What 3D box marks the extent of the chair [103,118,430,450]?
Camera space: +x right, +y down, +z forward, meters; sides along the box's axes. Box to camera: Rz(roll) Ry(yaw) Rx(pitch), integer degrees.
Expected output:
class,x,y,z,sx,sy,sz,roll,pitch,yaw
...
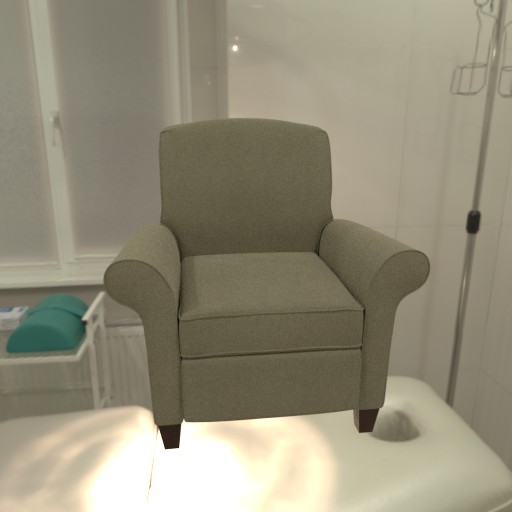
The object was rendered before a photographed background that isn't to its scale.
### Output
class,x,y,z,sx,sy,sz,roll,pitch,yaw
chair,0.000,0.000,1.736,0.978,1.061,0.905,-2,15,-7
